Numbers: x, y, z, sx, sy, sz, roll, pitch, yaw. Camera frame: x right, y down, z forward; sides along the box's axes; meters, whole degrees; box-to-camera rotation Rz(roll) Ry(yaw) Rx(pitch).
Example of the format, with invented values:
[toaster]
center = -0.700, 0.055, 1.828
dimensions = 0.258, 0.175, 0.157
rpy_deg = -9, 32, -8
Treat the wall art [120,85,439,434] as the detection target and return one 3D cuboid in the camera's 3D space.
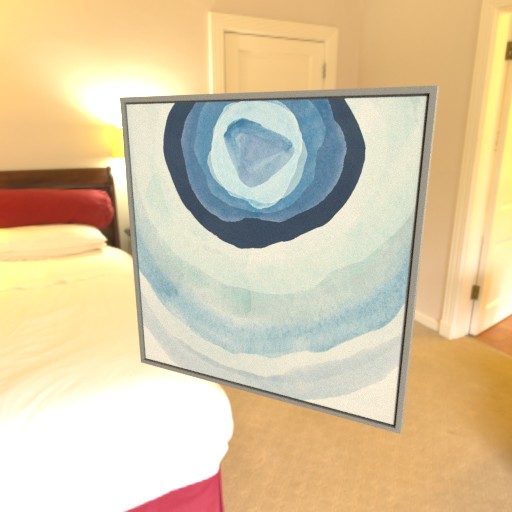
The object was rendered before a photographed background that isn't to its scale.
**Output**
[wall art]
center = 0.000, 0.000, 1.165
dimensions = 0.809, 0.807, 0.038
rpy_deg = 8, 18, 25
